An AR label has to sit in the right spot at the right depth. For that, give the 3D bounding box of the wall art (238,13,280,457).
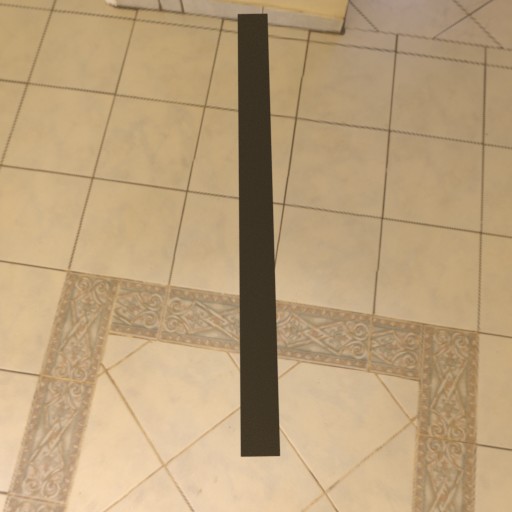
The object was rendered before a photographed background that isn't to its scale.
[{"bbox_3d":[0.000,0.000,0.518,0.028,0.321,0.381,-1,75,0],"label":"wall art"}]
